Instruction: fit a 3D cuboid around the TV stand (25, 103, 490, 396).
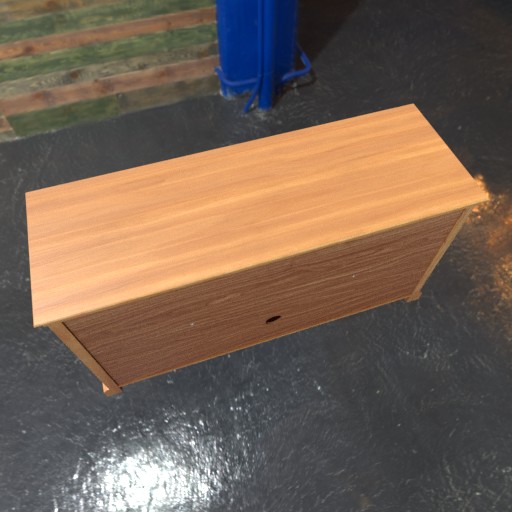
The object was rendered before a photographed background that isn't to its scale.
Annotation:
[{"bbox_3d":[0.000,0.000,1.441,1.181,0.607,0.417,-15,59,-10],"label":"TV stand"}]
